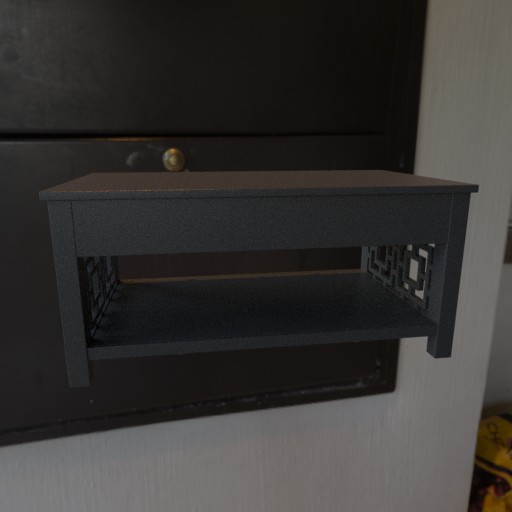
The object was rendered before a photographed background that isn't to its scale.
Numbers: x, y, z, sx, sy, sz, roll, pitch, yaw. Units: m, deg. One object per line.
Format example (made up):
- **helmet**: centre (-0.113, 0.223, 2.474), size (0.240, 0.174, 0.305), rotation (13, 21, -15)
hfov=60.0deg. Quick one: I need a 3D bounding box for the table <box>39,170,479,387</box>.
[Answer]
- **table**: centre (0.000, 0.000, 1.416), size (1.068, 0.493, 0.612), rotation (-2, 15, -8)
